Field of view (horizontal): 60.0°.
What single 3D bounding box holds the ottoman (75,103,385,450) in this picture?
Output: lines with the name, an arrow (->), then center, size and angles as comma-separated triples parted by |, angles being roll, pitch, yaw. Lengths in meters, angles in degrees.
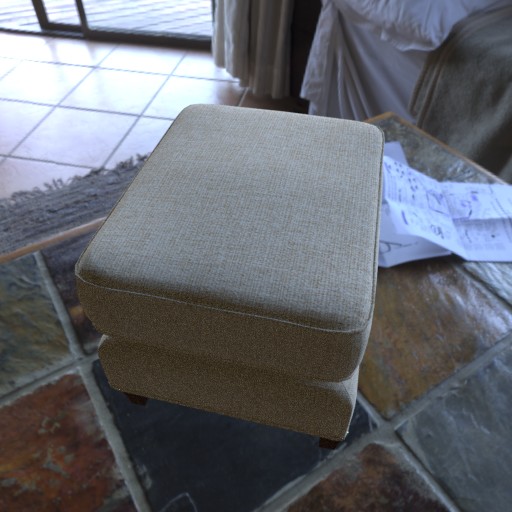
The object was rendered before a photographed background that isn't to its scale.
ottoman -> 0.000, 0.000, 1.159 | 0.589, 0.537, 0.738 | 10, 47, 9
